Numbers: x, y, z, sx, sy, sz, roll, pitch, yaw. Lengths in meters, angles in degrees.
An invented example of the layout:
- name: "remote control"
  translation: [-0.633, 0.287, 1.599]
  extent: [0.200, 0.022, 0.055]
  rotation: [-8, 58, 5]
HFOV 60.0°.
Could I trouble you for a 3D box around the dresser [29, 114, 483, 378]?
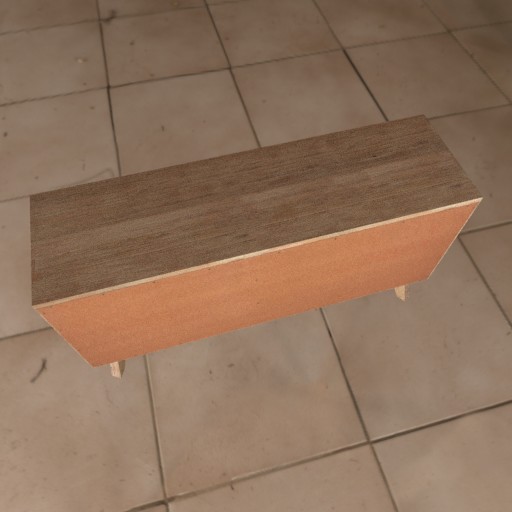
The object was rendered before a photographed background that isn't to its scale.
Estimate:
- name: "dresser"
  translation: [0.000, 0.000, 1.922]
  extent: [1.554, 0.805, 0.455]
  rotation: [-14, 59, -8]
